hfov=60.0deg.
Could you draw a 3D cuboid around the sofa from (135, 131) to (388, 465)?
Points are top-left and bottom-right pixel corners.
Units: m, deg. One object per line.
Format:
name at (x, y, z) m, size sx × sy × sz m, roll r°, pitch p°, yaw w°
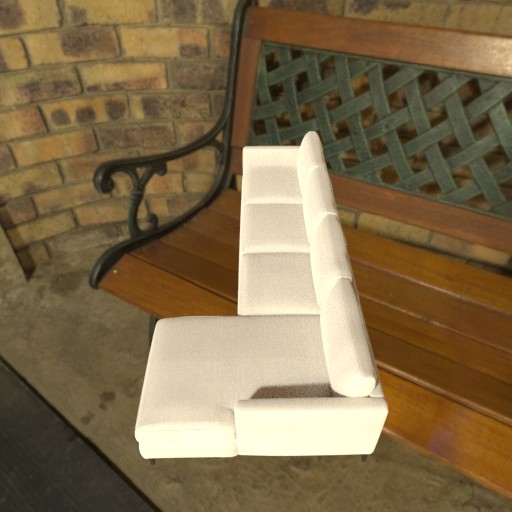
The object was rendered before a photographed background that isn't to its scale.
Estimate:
sofa at (0.000, 0.000, 2.890) m, size 1.126 × 0.677 × 2.445 m, roll 0°, pitch 41°, yaw 0°
